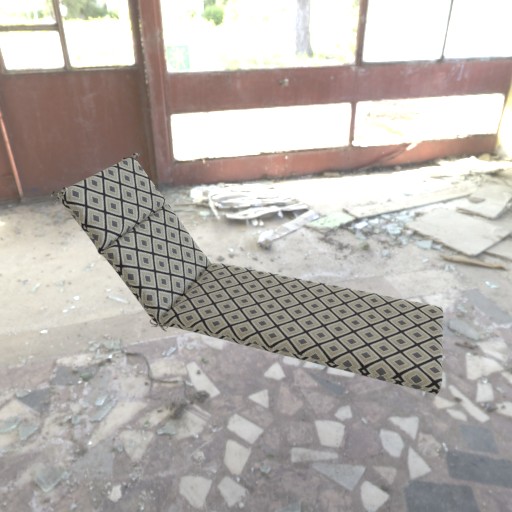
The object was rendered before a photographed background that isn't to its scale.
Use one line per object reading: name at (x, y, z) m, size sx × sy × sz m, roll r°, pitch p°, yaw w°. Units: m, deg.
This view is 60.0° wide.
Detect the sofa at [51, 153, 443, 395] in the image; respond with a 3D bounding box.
sofa at (0.000, 0.000, 1.970) m, size 1.663 × 0.622 × 0.582 m, roll 11°, pitch 32°, yaw 18°
